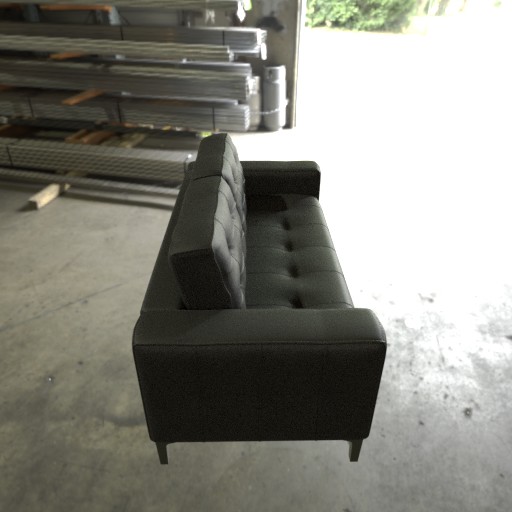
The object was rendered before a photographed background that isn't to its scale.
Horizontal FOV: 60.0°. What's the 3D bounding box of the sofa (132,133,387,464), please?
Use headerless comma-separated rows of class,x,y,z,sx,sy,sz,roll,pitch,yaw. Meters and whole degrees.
sofa,0.000,0.000,2.200,0.833,0.893,1.726,0,32,-1
